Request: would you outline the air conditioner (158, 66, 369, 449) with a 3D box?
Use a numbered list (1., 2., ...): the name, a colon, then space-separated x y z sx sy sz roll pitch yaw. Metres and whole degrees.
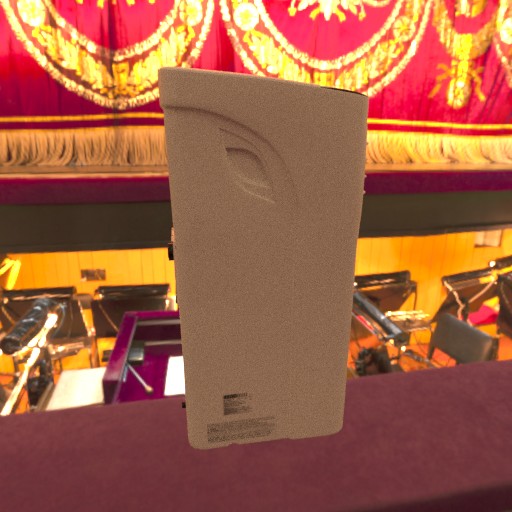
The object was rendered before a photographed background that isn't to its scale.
1. air conditioner: 0.000 0.000 0.938 0.369 0.716 0.352 -3 17 -10
